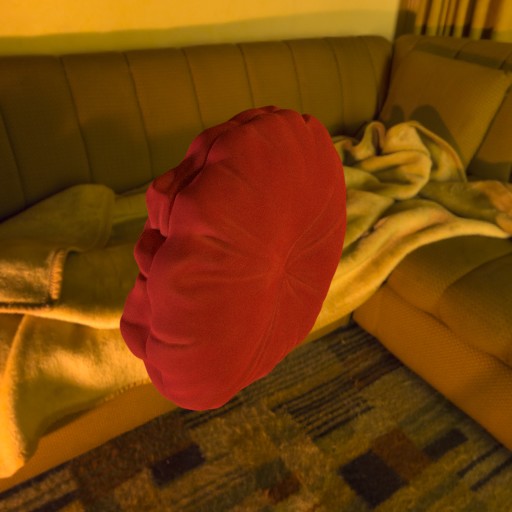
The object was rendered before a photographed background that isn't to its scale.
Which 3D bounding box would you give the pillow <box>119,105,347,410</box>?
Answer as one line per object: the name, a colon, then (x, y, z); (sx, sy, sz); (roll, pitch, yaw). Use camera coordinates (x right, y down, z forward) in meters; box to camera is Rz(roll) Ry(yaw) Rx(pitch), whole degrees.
pillow: (0.000, 0.000, 0.633); (0.148, 0.407, 0.428); (22, 38, 31)
